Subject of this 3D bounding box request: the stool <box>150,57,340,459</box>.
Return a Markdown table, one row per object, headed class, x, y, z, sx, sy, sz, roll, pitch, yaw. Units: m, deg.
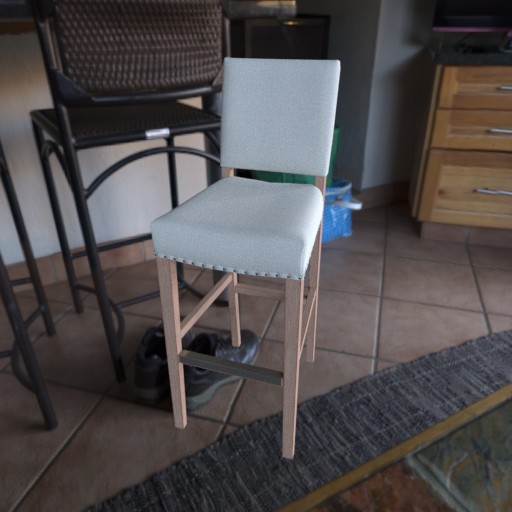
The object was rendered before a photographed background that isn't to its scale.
| class | x | y | z | sx | sy | sz | roll | pitch | yaw |
| --- | --- | --- | --- | --- | --- | --- | --- | --- | --- |
| stool | 0.000 | 0.000 | 1.436 | 0.428 | 1.143 | 0.546 | 9 | 29 | 16 |
